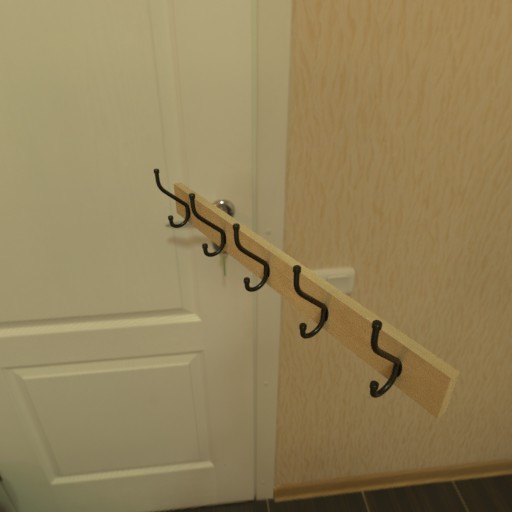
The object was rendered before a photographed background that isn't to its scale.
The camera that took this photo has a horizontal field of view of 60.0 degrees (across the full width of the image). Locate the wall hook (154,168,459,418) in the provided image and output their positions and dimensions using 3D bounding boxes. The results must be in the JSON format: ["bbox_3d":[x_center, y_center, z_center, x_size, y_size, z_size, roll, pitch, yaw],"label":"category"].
[{"bbox_3d":[0.000,0.000,0.606,0.071,0.117,0.571,-21,38,-30],"label":"wall hook"}]
